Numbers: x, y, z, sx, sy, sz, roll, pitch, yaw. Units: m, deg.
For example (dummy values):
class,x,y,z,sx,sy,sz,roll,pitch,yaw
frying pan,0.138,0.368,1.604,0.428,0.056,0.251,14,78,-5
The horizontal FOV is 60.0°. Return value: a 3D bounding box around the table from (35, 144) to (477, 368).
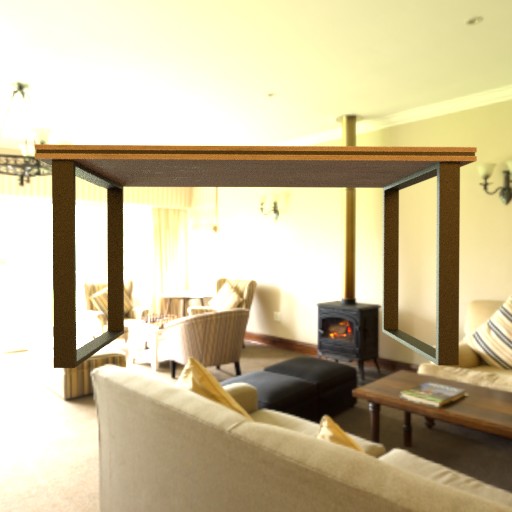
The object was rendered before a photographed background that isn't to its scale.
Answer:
class,x,y,z,sx,sy,sz,roll,pitch,yaw
table,0.000,0.000,2.185,1.778,0.899,0.795,0,1,-2
